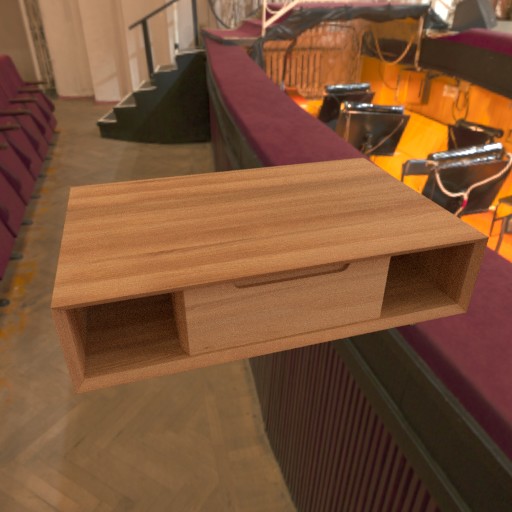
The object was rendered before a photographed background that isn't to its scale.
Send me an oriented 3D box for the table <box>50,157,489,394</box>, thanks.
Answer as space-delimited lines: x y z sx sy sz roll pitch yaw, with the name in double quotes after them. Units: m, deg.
0.000 0.000 1.429 1.100 0.330 0.700 -9 32 -14 "table"
